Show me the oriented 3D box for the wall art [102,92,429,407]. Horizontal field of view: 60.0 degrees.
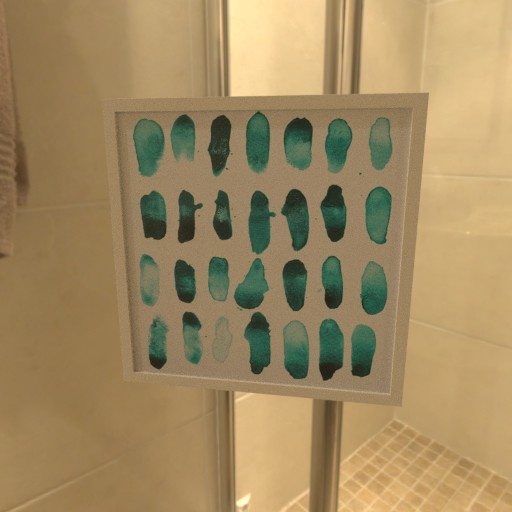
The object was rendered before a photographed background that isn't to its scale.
[{"bbox_3d":[0.000,0.000,0.670,0.456,0.457,0.009,2,14,10],"label":"wall art"}]
